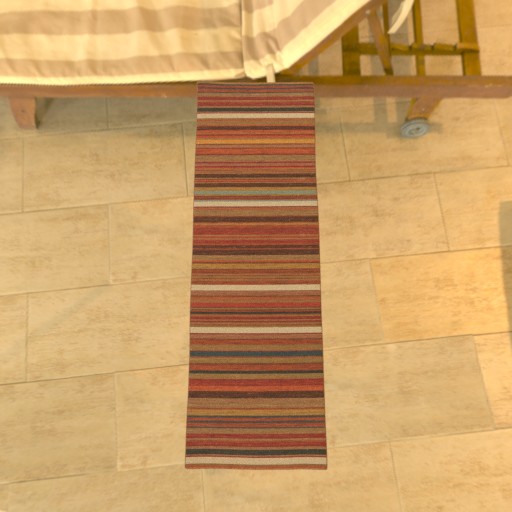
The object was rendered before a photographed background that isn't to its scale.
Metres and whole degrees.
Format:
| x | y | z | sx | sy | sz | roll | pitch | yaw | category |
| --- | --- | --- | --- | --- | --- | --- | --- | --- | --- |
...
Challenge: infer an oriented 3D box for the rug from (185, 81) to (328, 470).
| x | y | z | sx | sy | sz | roll | pitch | yaw | category |
| --- | --- | --- | --- | --- | --- | --- | --- | --- | --- |
| 0.000 | 0.000 | 2.743 | 0.799 | 0.030 | 2.444 | 0 | 77 | 0 | rug |
